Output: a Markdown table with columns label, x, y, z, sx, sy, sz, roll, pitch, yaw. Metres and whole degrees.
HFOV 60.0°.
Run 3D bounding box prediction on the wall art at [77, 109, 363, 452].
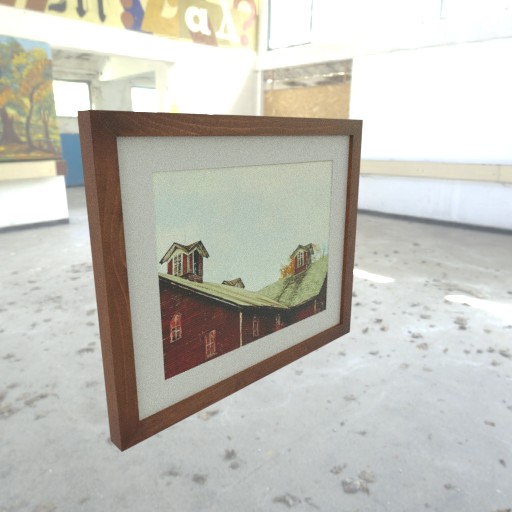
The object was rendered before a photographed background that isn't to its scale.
| label | x | y | z | sx | sy | sz | roll | pitch | yaw |
| --- | --- | --- | --- | --- | --- | --- | --- | --- | --- |
| wall art | 0.000 | 0.000 | 0.760 | 0.558 | 0.457 | 0.033 | -15 | 21 | -42 |
